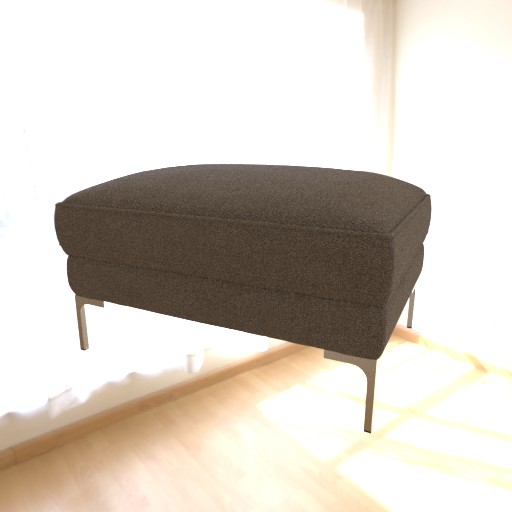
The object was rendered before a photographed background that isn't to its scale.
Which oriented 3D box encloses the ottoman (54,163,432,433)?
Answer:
[{"bbox_3d":[0.000,0.000,1.156,0.785,0.464,0.583,8,17,26],"label":"ottoman"}]
